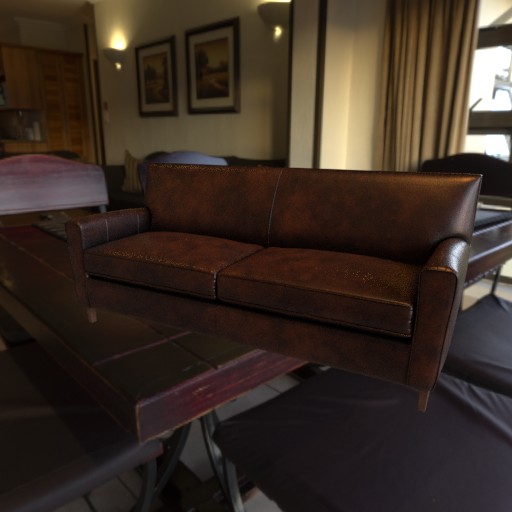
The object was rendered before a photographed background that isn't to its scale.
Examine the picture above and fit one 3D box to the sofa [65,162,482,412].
[{"bbox_3d":[0.000,0.000,2.315,1.995,0.871,0.786,8,17,27],"label":"sofa"}]
